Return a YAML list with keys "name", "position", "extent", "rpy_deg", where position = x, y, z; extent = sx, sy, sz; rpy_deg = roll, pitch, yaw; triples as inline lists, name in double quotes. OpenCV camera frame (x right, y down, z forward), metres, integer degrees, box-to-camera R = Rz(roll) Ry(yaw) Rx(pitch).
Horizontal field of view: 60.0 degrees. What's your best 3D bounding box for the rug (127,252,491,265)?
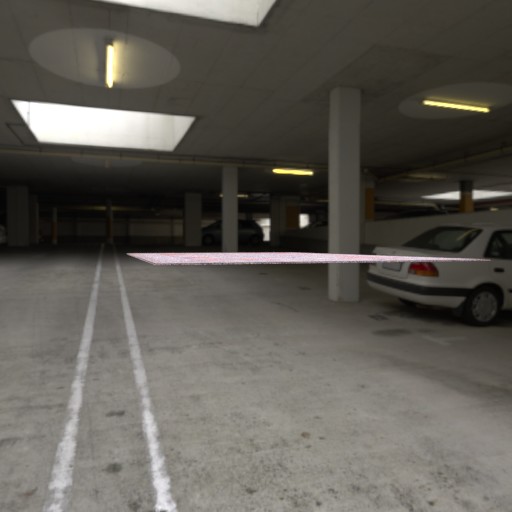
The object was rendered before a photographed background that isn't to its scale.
- name: "rug"
  position: [0.000, 0.000, 2.311]
  extent: [1.219, 0.005, 1.829]
  rpy_deg: [0, 1, -19]
